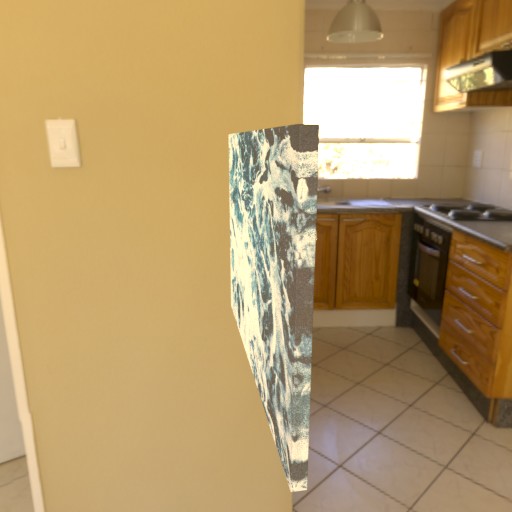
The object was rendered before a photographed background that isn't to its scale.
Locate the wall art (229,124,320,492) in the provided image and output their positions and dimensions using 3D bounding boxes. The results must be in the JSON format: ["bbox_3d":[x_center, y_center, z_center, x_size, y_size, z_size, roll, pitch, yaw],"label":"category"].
[{"bbox_3d":[0.000,0.000,1.877,0.055,1.017,1.524,-2,15,-9],"label":"wall art"}]
